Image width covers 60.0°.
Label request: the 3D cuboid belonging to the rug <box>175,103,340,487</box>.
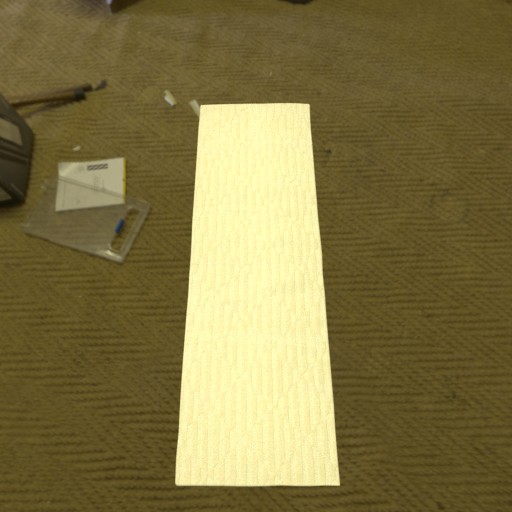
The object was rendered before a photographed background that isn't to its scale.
[{"bbox_3d":[0.000,0.000,2.652,0.793,0.014,2.450,0,64,0],"label":"rug"}]
